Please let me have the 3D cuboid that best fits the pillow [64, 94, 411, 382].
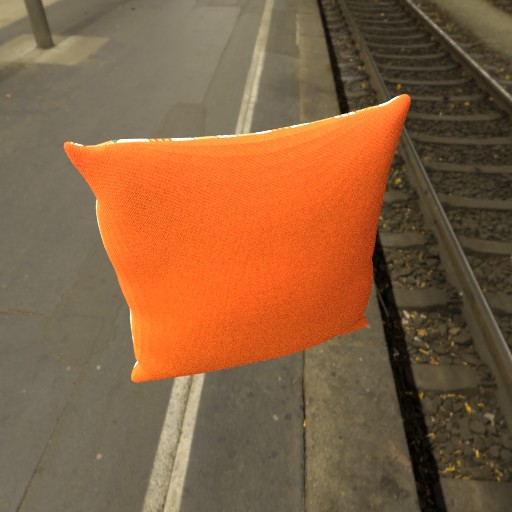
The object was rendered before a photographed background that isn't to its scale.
[{"bbox_3d":[0.000,0.000,0.665,0.440,0.441,0.182,-11,41,-13],"label":"pillow"}]
